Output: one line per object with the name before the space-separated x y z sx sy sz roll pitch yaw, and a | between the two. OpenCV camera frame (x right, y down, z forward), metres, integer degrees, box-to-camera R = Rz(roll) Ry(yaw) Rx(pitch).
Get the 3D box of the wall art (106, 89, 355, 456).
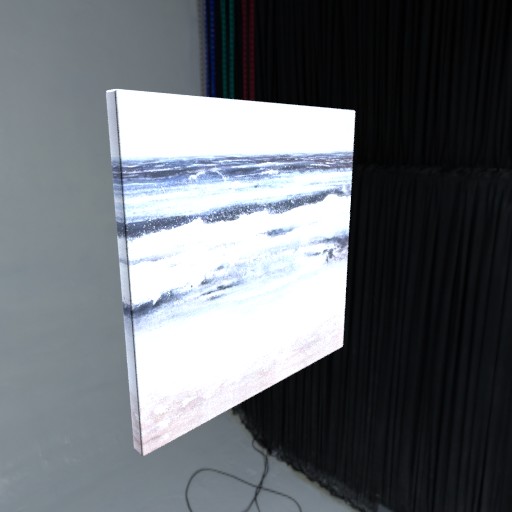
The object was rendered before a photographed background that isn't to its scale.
wall art | 0.000 0.000 1.142 0.065 0.747 0.755 14 20 43
